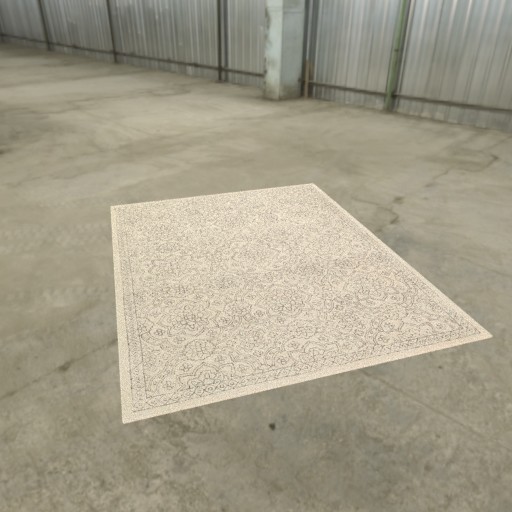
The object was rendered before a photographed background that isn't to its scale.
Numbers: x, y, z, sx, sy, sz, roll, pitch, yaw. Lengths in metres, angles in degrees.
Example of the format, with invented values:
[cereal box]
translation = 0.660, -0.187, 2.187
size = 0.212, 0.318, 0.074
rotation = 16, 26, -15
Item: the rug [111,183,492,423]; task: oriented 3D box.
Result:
[rug]
translation = 0.000, 0.000, 3.966
size = 2.441, 0.015, 3.050
rotation = -9, 31, -15
